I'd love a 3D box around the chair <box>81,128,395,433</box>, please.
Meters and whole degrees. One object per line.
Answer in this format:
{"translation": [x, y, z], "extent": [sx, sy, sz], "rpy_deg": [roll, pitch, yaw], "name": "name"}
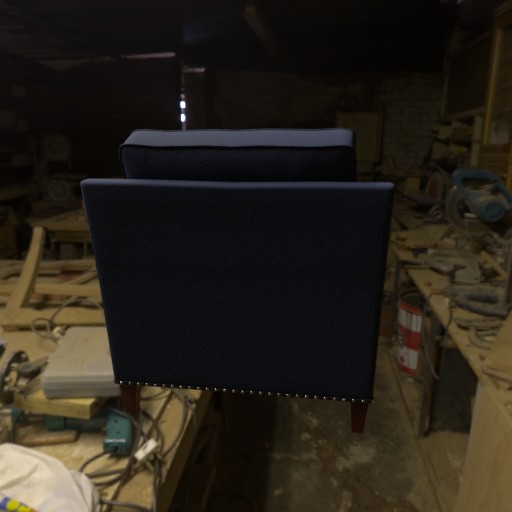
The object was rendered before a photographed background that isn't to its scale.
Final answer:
{"translation": [0.000, 0.000, 1.726], "extent": [0.853, 0.943, 1.014], "rpy_deg": [2, 15, 8], "name": "chair"}
